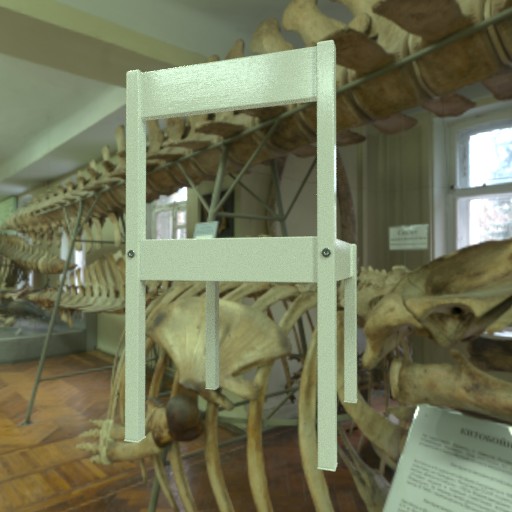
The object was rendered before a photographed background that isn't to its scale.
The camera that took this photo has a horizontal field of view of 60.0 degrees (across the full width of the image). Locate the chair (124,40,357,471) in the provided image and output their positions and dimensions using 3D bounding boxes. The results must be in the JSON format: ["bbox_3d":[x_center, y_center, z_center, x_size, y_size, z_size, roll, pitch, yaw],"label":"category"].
[{"bbox_3d":[0.000,0.000,0.695,0.285,0.505,0.285,0,-1,18],"label":"chair"}]
